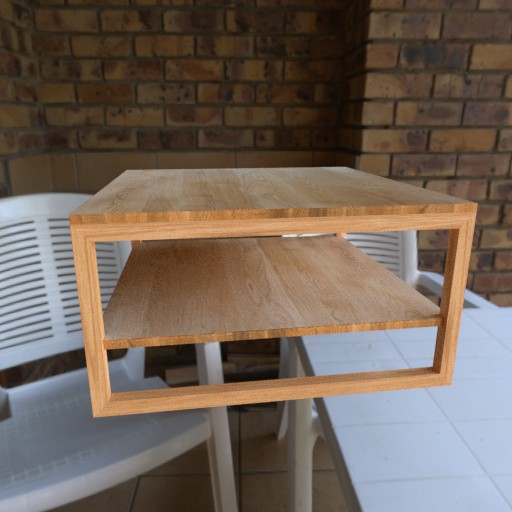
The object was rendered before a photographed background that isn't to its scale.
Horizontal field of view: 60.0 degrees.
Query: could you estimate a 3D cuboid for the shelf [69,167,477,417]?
[{"bbox_3d":[0.000,0.000,1.451,0.899,0.480,0.899,-2,17,-8],"label":"shelf"}]
